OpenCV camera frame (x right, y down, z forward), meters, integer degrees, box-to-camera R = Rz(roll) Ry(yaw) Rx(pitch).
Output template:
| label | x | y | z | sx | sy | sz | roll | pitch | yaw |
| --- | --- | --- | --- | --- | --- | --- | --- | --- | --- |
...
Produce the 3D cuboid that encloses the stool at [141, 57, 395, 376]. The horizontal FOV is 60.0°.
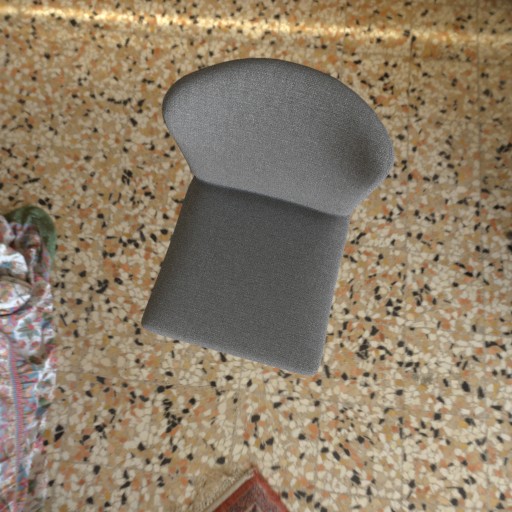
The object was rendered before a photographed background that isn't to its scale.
| label | x | y | z | sx | sy | sz | roll | pitch | yaw |
| --- | --- | --- | --- | --- | --- | --- | --- | --- | --- |
| stool | 0.000 | 0.000 | 1.263 | 0.479 | 0.968 | 0.568 | 15 | 76 | 4 |
